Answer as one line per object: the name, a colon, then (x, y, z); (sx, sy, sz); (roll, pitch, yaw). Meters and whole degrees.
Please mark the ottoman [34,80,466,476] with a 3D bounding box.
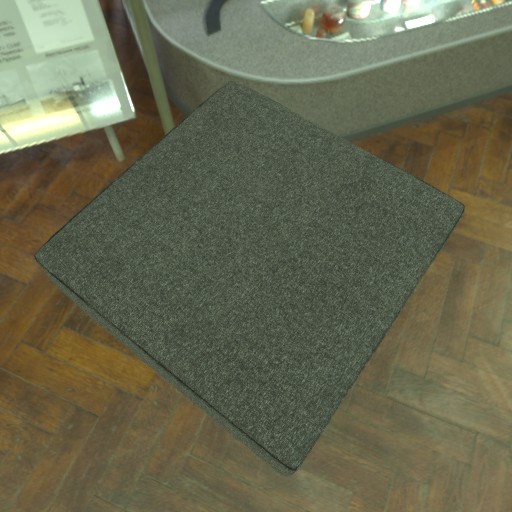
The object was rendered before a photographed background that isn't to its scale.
ottoman: (0.000, 0.000, 1.560); (1.021, 0.423, 1.017); (34, 67, 17)
